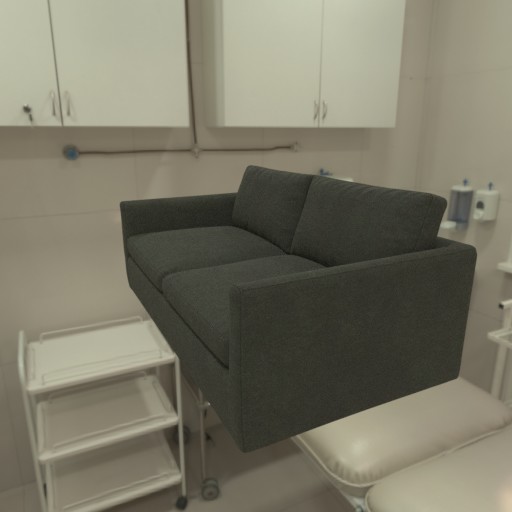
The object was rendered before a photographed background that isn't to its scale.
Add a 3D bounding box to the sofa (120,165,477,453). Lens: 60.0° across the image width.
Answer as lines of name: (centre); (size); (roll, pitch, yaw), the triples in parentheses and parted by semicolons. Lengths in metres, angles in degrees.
sofa: (0.000, 0.000, 2.436); (1.091, 0.845, 1.909); (-8, 18, -26)
